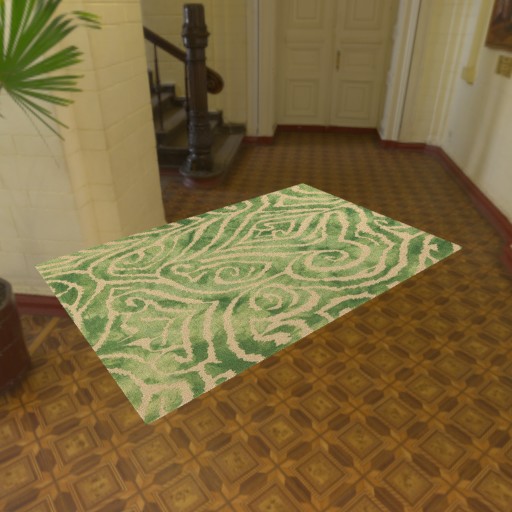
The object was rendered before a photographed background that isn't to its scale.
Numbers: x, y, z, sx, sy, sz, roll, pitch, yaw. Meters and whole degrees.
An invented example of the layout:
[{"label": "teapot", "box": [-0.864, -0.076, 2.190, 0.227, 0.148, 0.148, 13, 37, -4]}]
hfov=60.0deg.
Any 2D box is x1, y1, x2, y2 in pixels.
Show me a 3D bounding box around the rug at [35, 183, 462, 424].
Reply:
[{"label": "rug", "box": [0.000, 0.000, 2.268, 1.826, 0.006, 1.220, -21, 36, -33]}]
